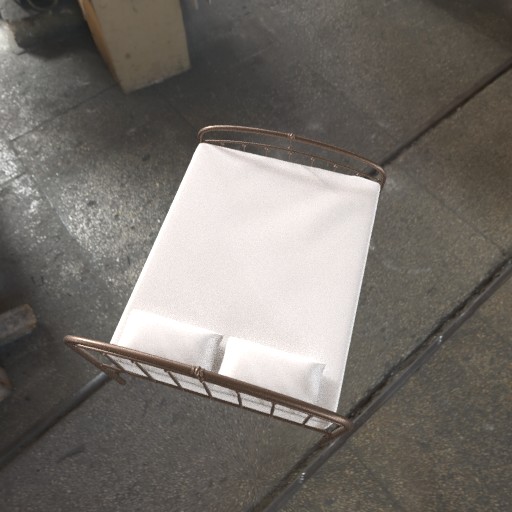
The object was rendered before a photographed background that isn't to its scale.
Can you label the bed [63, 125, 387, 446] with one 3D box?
[{"bbox_3d":[0.000,0.000,3.315,1.711,1.475,2.168,14,64,7],"label":"bed"}]
